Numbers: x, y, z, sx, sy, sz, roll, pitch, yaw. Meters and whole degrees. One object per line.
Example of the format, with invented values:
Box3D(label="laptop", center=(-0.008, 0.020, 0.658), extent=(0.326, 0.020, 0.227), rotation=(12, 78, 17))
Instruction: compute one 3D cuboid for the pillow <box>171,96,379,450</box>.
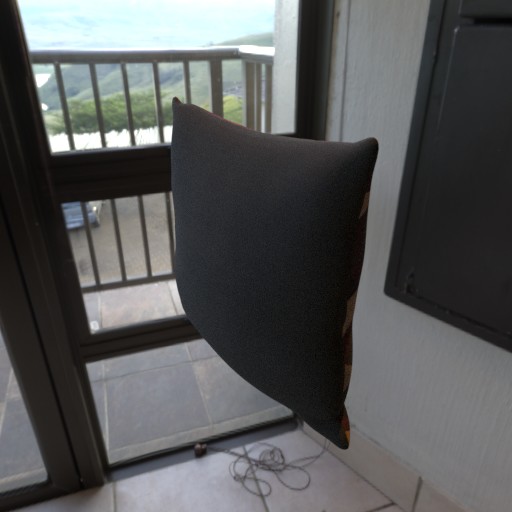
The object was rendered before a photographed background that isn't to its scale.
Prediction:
Box3D(label="pillow", center=(0.000, 0.000, 0.779), extent=(0.208, 0.496, 0.503), rotation=(-19, 33, -32))
